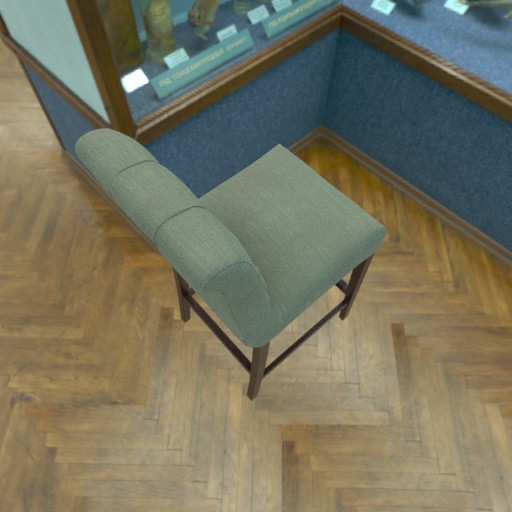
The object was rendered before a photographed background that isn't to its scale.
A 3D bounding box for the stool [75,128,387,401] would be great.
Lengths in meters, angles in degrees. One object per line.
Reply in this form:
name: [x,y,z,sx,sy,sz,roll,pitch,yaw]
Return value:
stool: [0.000,0.000,1.405,0.660,1.084,0.486,-37,65,-20]
